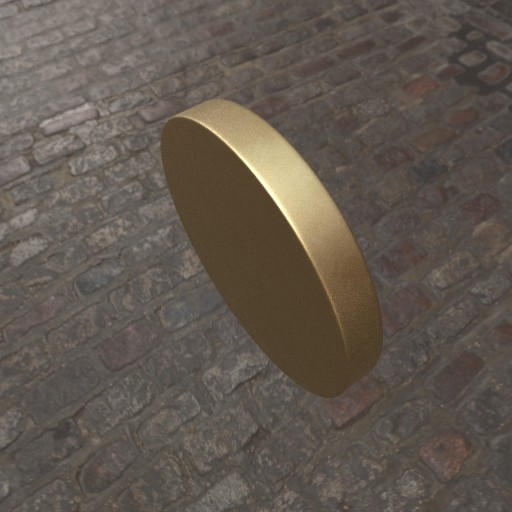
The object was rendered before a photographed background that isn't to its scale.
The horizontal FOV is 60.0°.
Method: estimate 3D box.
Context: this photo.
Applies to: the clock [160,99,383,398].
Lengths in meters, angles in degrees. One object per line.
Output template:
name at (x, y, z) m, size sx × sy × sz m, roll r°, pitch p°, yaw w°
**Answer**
clock at (0.000, 0.000, 0.458) m, size 0.040 × 0.314 × 0.314 m, roll -31°, pitch 62°, yaw -19°
